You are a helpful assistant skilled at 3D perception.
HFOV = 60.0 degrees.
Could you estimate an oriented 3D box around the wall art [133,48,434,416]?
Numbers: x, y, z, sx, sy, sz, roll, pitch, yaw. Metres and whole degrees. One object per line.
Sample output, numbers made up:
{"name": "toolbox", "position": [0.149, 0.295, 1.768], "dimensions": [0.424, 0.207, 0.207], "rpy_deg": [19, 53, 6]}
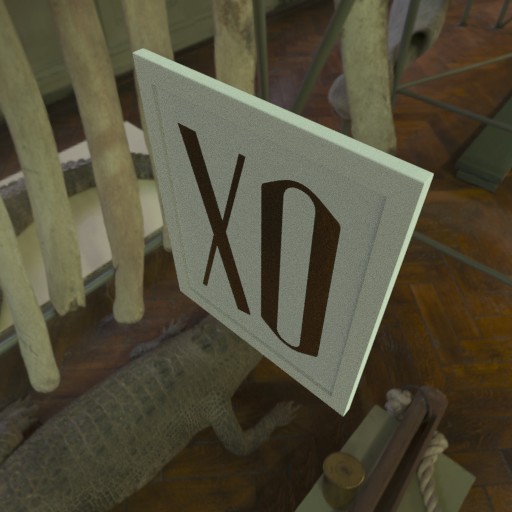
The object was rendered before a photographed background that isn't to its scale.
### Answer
{"name": "wall art", "position": [0.000, 0.000, 0.722], "dimensions": [0.444, 0.536, 0.020], "rpy_deg": [33, 55, 27]}
